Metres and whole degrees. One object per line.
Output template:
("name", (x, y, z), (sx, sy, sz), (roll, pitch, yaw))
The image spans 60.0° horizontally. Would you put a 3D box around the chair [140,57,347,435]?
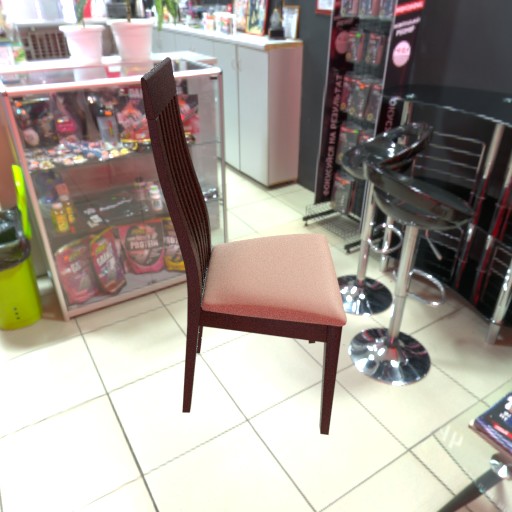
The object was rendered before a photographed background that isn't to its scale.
("chair", (0.000, 0.000, 1.291), (0.474, 1.027, 0.460), (0, 32, 1))
